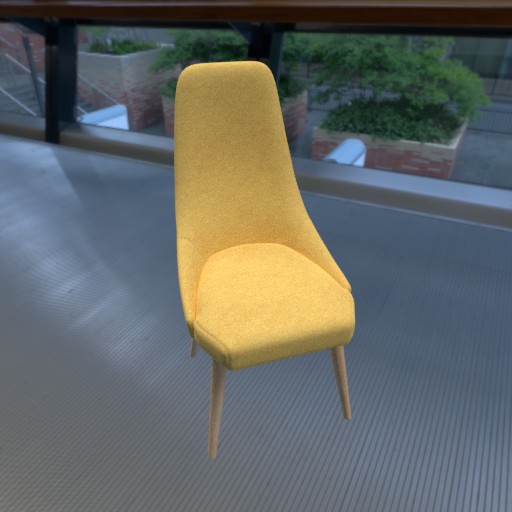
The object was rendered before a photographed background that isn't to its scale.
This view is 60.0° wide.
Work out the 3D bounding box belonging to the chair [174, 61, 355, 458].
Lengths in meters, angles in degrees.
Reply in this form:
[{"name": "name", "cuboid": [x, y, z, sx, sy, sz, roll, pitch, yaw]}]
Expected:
[{"name": "chair", "cuboid": [0.000, 0.000, 1.389, 0.510, 1.040, 0.660, -10, 33, -15]}]
